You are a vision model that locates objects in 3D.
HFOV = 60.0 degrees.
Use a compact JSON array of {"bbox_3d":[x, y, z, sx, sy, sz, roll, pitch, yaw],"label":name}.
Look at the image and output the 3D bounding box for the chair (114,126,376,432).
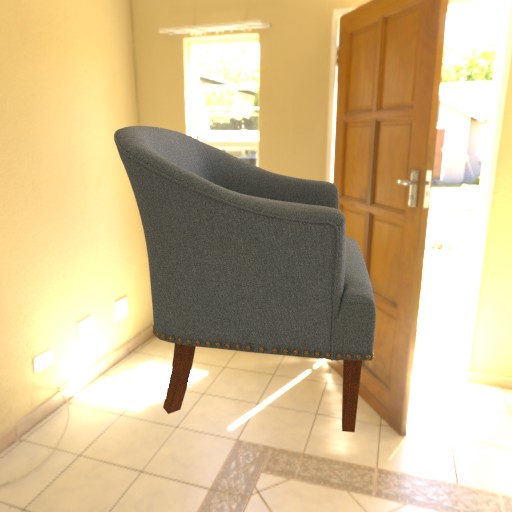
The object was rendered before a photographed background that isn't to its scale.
[{"bbox_3d":[0.000,0.000,1.447,0.704,0.815,0.798,2,15,8],"label":"chair"}]
